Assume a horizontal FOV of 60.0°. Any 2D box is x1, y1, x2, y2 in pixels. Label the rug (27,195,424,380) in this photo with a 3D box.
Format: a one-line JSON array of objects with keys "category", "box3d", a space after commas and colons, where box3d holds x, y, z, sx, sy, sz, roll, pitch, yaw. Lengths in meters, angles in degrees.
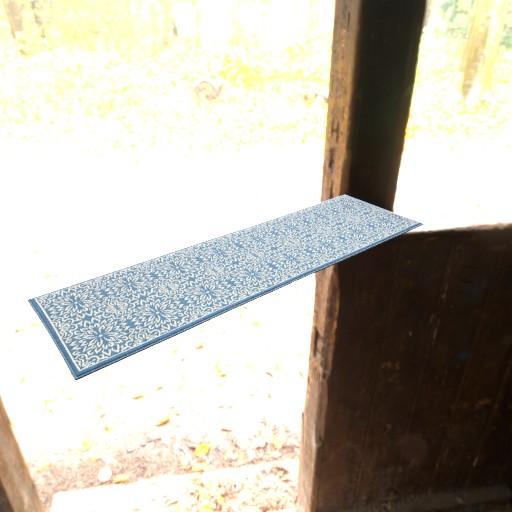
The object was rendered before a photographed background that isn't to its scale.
[{"category": "rug", "box3d": [0.000, 0.000, 2.432, 2.196, 0.011, 0.662, -21, 35, -33]}]
